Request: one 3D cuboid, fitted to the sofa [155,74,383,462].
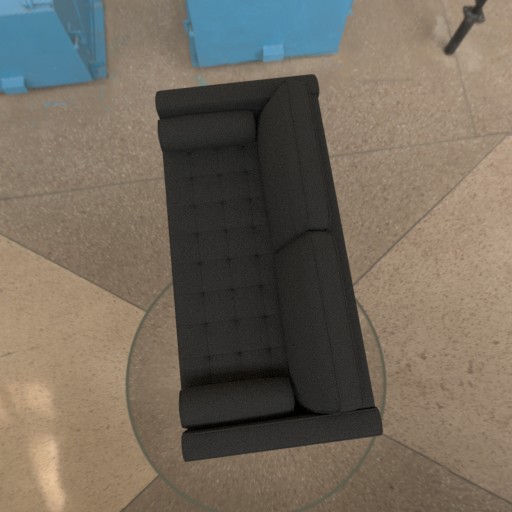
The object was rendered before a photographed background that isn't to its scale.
[{"bbox_3d":[0.000,0.000,2.355,0.914,0.759,1.875,-7,75,-2],"label":"sofa"}]
